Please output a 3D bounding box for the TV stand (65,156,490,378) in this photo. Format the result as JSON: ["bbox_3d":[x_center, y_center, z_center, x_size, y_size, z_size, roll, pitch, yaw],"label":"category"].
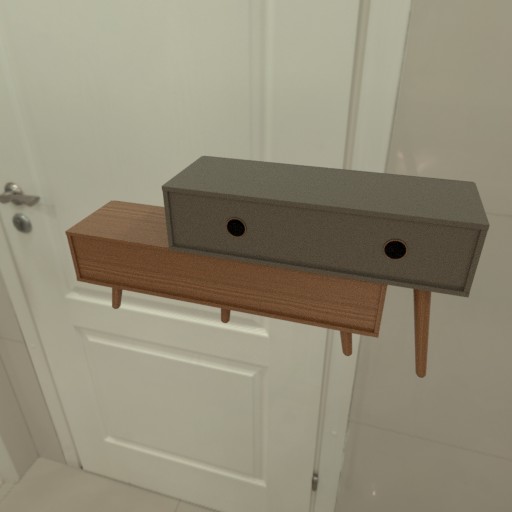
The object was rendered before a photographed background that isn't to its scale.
[{"bbox_3d":[0.000,0.000,1.573,1.336,0.591,0.329,9,31,15],"label":"TV stand"}]
